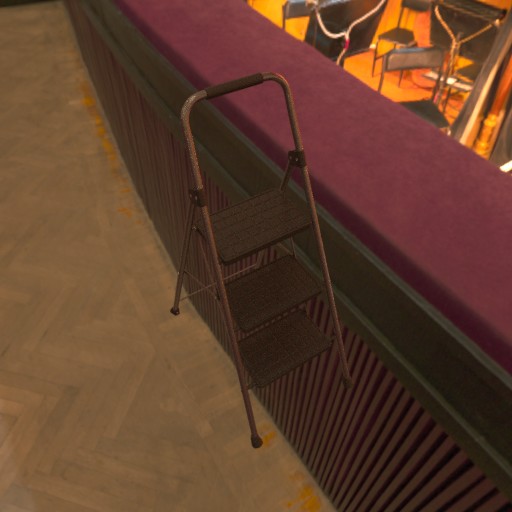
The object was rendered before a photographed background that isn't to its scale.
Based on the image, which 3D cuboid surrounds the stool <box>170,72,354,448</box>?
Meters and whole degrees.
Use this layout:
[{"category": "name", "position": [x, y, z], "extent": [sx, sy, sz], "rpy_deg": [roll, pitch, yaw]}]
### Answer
[{"category": "stool", "position": [0.000, 0.000, 1.478], "extent": [0.473, 1.121, 0.733], "rpy_deg": [-25, 52, -21]}]
